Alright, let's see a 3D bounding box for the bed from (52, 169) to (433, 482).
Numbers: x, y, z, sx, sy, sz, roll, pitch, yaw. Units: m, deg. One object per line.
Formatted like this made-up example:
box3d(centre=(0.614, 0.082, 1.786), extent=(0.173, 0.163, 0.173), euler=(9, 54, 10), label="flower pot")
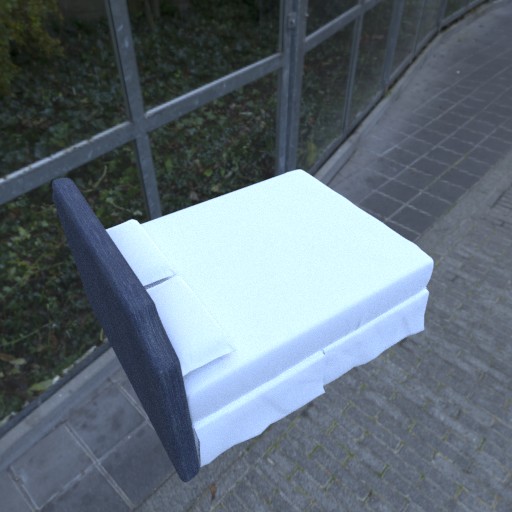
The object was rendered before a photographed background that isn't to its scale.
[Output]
box3d(centre=(0.000, 0.000, 3.098), extent=(2.116, 1.290, 1.693), euler=(-23, 46, -25), label="bed")
